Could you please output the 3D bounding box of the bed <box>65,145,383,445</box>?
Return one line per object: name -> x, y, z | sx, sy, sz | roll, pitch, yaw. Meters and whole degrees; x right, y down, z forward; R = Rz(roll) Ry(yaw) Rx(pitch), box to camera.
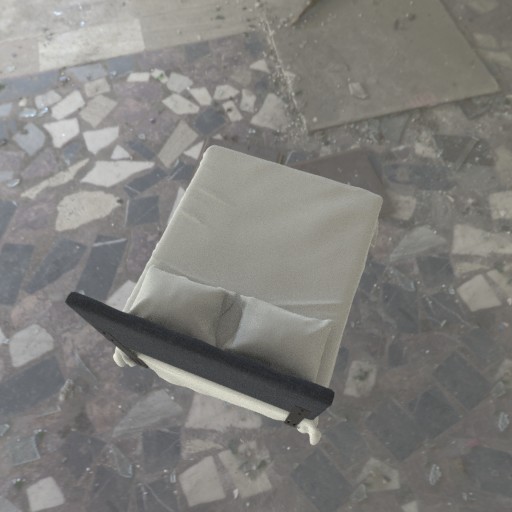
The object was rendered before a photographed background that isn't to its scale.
bed -> 0.000, 0.000, 3.561 | 1.936, 1.577, 2.222 | 19, 66, 9
